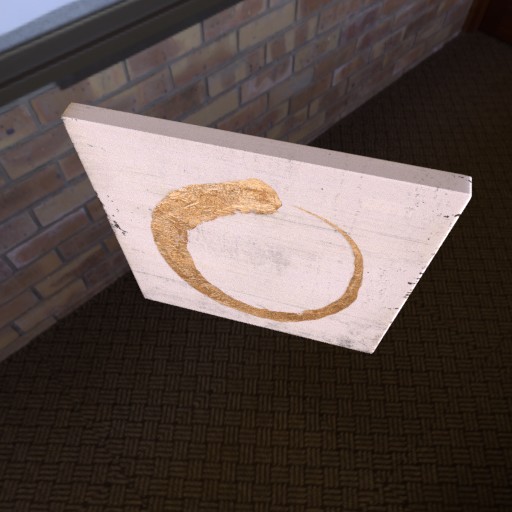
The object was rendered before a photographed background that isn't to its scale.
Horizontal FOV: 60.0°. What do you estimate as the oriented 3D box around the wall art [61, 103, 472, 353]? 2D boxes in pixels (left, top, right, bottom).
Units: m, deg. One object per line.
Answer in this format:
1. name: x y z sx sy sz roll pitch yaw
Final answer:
1. wall art: 0.000 0.000 0.902 0.610 0.611 0.040 13 58 8
